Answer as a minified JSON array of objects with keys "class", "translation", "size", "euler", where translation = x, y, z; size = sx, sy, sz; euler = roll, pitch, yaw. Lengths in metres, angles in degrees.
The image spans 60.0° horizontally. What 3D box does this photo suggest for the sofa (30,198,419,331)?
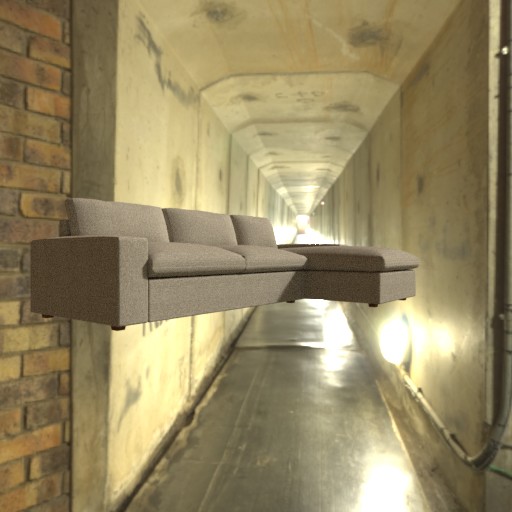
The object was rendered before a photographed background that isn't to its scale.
[{"class":"sofa","translation":[0.000,0.000,3.492],"size":[1.689,0.813,2.718],"euler":[0,0,38]}]
